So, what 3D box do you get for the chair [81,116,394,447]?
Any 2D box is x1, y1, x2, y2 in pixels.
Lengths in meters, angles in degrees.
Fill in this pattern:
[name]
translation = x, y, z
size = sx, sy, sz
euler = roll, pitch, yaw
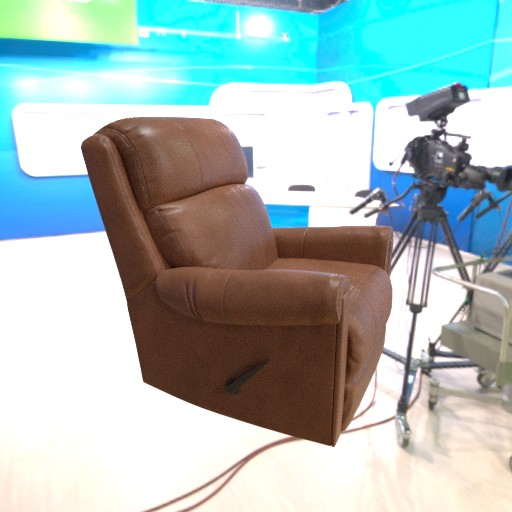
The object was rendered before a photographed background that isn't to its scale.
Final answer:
[chair]
translation = 0.000, 0.000, 1.752
size = 1.014, 1.054, 0.838
euler = 8, 18, 25
